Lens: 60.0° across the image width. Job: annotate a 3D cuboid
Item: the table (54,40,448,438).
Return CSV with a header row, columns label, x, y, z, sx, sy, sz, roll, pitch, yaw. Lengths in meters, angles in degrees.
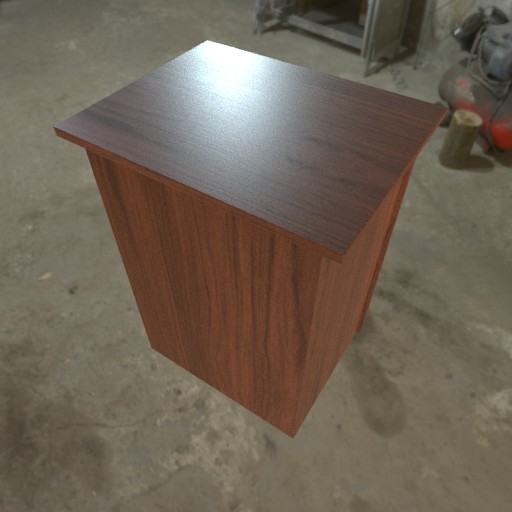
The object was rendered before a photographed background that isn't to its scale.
label,x,y,z,sx,sy,sz,roll,pitch,yaw
table,0.000,0.000,0.919,0.480,0.636,0.381,26,52,22
